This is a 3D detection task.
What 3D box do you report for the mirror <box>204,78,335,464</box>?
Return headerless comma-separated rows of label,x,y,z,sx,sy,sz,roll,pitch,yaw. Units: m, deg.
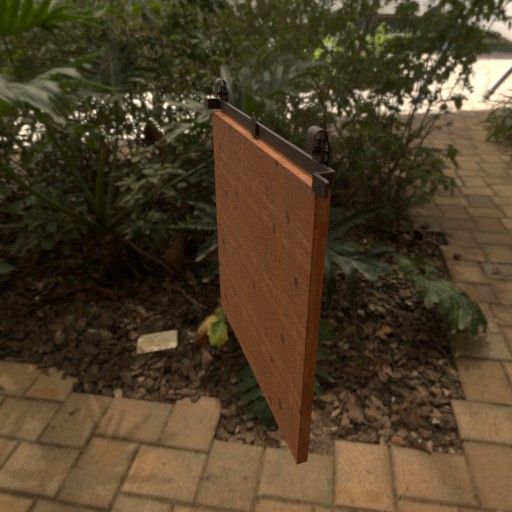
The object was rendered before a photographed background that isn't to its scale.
mirror,0.000,0.000,1.177,0.054,0.800,0.805,-9,30,-17
